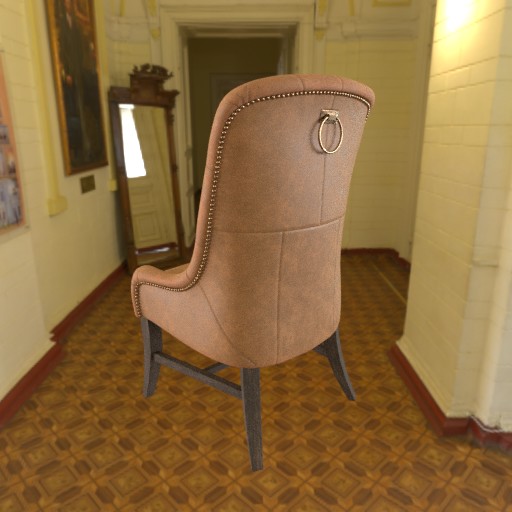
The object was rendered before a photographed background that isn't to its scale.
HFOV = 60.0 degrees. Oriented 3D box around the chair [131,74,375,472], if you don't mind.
[{"bbox_3d":[0.000,0.000,1.493,0.634,1.091,0.629,-15,22,-43],"label":"chair"}]
